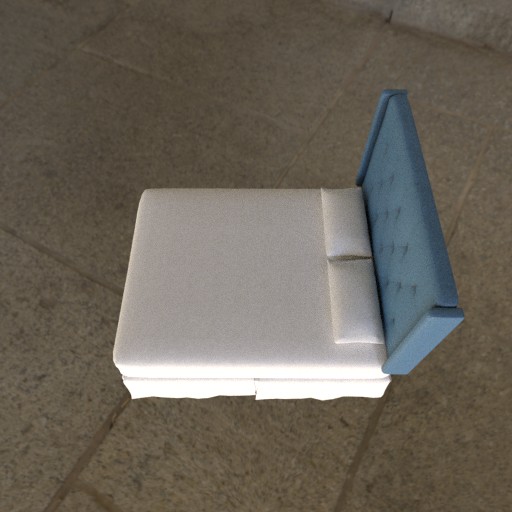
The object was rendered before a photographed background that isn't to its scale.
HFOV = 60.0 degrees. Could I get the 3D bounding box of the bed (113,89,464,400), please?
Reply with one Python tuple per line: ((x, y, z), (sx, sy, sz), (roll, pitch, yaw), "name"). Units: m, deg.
((0.000, 0.000, 3.305), (2.078, 1.665, 1.719), (0, 59, 0), "bed")
